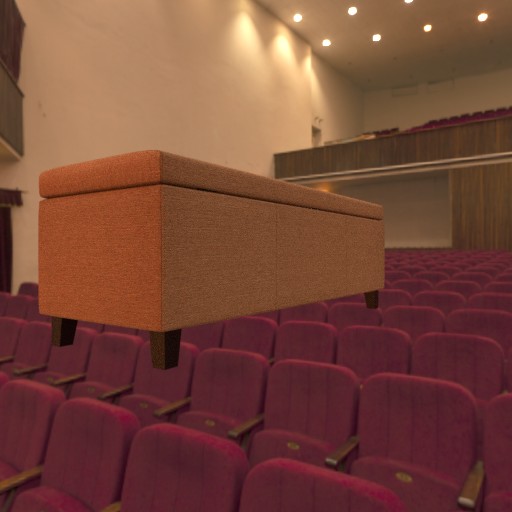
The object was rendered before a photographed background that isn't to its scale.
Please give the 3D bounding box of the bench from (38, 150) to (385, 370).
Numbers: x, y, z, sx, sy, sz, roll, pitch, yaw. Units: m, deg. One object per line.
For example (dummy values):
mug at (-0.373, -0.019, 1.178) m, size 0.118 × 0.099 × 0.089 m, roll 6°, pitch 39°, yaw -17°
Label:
bench at (0.000, 0.000, 1.468) m, size 0.446 × 0.438 × 1.269 m, roll 0°, pitch 1°, yaw 35°
